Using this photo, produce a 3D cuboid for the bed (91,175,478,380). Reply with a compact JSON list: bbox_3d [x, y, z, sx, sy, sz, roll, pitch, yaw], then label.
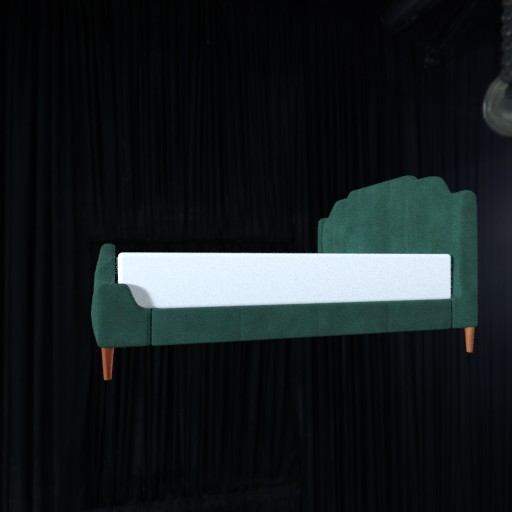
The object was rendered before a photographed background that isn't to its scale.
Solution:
[{"bbox_3d":[0.000,0.000,3.476,2.340,1.245,2.074,0,-1,-18],"label":"bed"}]
